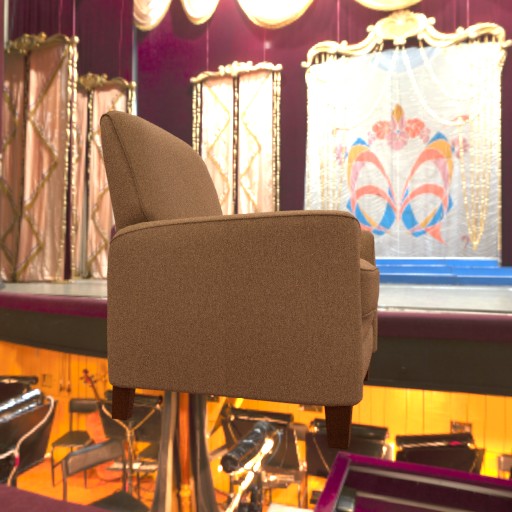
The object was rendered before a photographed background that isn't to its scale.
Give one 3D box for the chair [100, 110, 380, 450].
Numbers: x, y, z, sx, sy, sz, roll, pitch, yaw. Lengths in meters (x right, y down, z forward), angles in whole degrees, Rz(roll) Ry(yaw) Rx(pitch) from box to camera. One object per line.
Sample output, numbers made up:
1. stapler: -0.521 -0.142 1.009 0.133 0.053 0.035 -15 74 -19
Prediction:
1. chair: 0.000 0.000 1.618 0.864 1.014 0.848 0 -1 18
